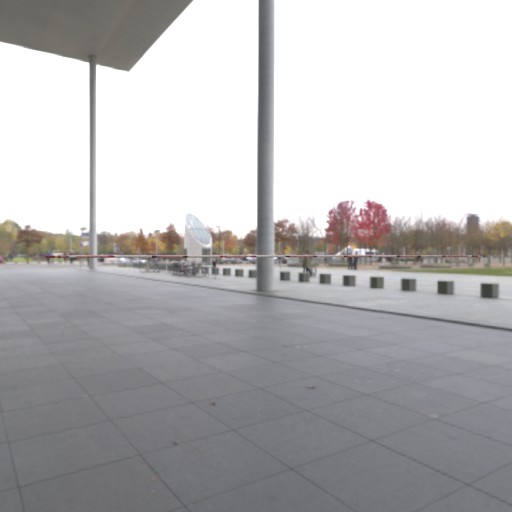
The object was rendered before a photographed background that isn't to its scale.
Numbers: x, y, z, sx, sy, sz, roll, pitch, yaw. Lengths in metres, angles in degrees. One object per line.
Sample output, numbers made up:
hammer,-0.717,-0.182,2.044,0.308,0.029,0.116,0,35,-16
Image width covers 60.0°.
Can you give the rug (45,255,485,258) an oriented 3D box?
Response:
rug,0.000,0.000,3.031,2.431,0.010,1.535,0,0,-18
